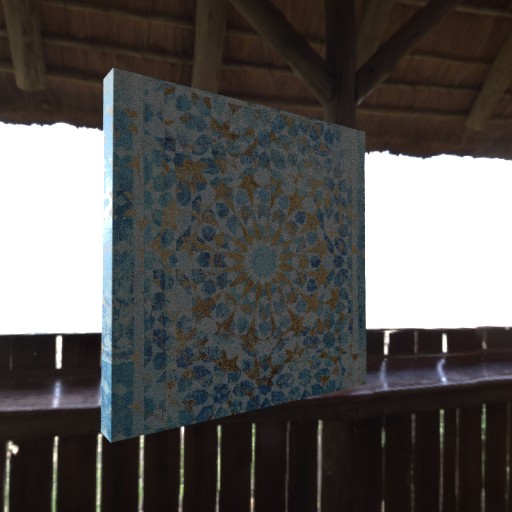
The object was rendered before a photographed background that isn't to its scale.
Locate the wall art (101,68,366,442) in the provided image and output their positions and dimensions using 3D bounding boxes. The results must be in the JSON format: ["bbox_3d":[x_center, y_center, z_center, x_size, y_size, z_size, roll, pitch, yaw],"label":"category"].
[{"bbox_3d":[0.000,0.000,0.609,0.405,0.405,0.037,1,-1,-35],"label":"wall art"}]
